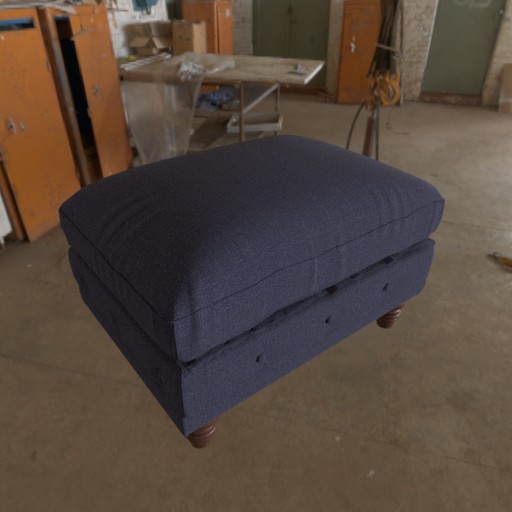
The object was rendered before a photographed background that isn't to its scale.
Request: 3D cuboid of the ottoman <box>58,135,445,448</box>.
[{"bbox_3d":[0.000,0.000,1.121,0.767,0.486,0.558,-22,38,-32],"label":"ottoman"}]
